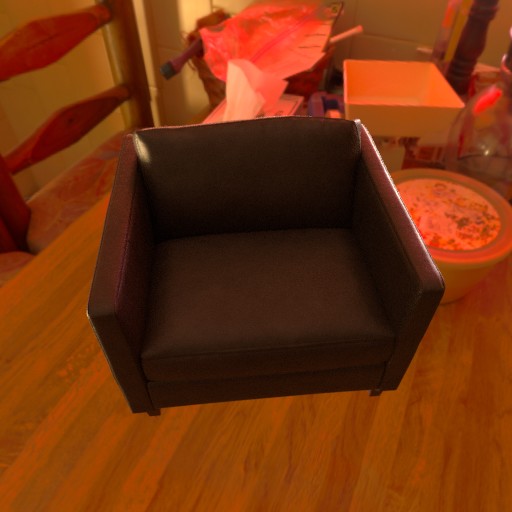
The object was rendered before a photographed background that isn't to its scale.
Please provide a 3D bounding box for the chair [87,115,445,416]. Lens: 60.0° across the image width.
[{"bbox_3d":[0.000,0.000,1.587,0.939,0.811,0.862,-4,46,-4],"label":"chair"}]
